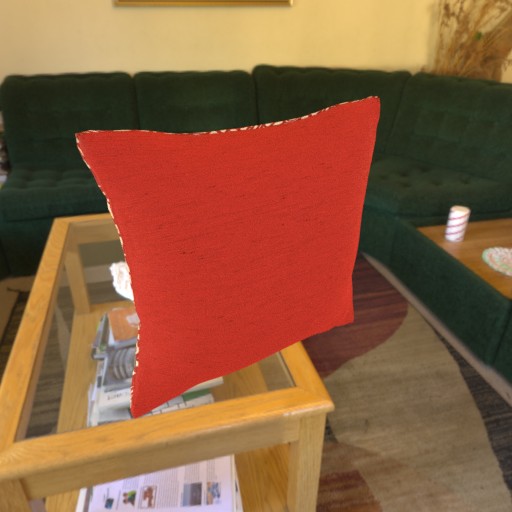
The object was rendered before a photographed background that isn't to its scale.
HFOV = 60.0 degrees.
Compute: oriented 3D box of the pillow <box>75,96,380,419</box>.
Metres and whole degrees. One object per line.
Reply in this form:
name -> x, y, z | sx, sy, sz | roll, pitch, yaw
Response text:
pillow -> 0.000, 0.000, 0.658 | 0.438, 0.419, 0.162 | -17, 33, -28
